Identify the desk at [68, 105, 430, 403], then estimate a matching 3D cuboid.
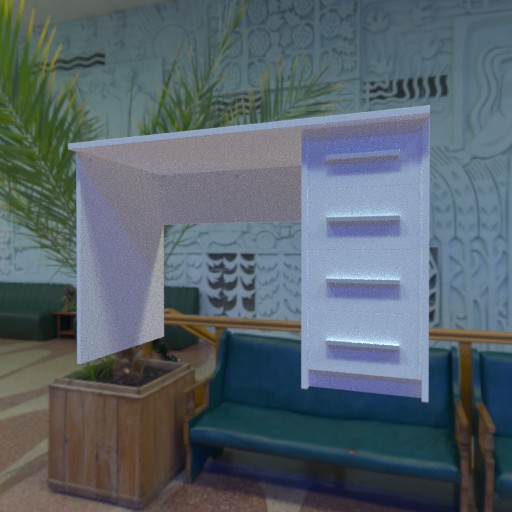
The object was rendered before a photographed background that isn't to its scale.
[{"bbox_3d":[0.000,0.000,1.515,1.096,0.730,0.560,0,1,20],"label":"desk"}]
